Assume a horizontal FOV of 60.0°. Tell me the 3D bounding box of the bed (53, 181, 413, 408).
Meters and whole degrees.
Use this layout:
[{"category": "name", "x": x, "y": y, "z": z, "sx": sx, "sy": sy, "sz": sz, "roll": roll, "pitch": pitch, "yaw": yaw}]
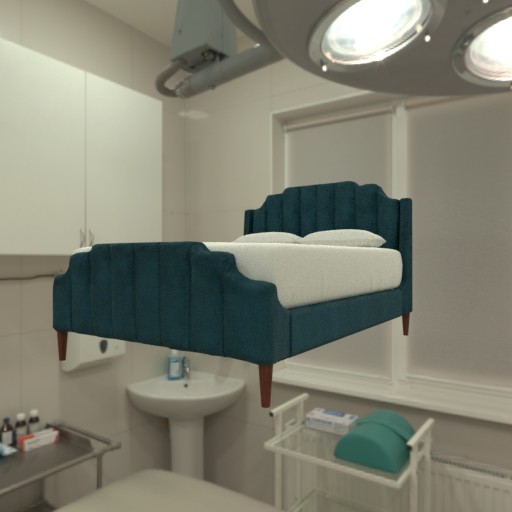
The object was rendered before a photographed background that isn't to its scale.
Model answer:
[{"category": "bed", "x": 0.000, "y": 0.000, "z": 3.311, "sx": 1.676, "sy": 1.351, "sz": 2.322, "roll": 0, "pitch": 0, "yaw": 34}]
